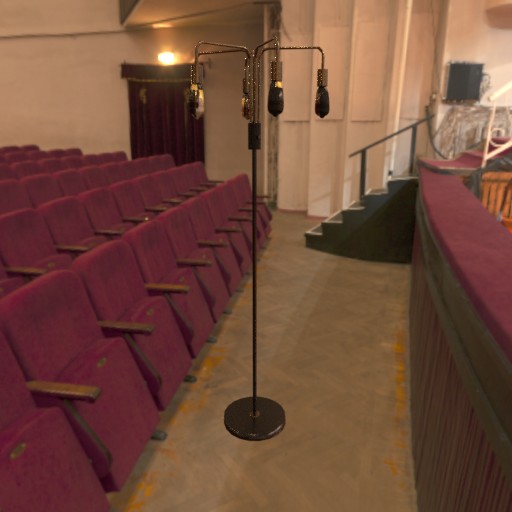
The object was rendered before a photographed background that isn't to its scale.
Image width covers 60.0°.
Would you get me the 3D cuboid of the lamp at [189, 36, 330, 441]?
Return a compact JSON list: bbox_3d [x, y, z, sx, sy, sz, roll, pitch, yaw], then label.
[{"bbox_3d":[0.000,0.000,2.000,0.599,1.721,0.572,3,16,9],"label":"lamp"}]
